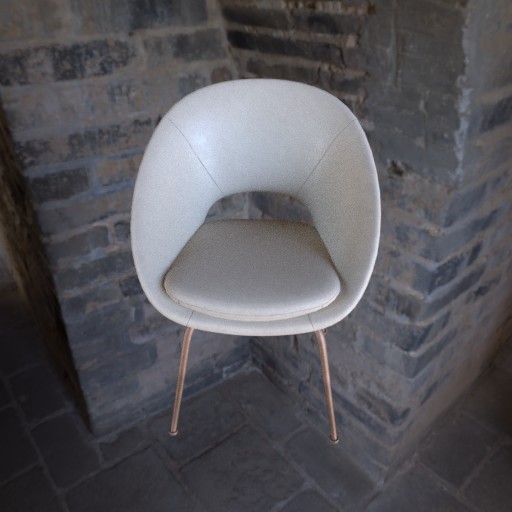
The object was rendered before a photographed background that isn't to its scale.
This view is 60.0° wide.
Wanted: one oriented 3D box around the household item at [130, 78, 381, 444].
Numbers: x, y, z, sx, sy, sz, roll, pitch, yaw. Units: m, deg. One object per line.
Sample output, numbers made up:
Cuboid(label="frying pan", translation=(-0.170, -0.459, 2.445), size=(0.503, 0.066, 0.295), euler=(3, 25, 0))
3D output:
Cuboid(label="household item", translation=(0.000, 0.000, 1.244), size=(0.623, 0.852, 0.573), euler=(2, 31, 3))
